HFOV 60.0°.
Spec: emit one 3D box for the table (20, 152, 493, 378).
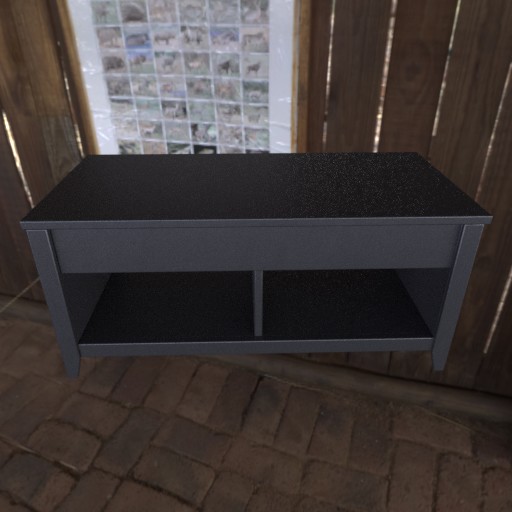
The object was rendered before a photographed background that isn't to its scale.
[{"bbox_3d":[0.000,0.000,1.271,1.016,0.457,0.483,-1,30,-1],"label":"table"}]
